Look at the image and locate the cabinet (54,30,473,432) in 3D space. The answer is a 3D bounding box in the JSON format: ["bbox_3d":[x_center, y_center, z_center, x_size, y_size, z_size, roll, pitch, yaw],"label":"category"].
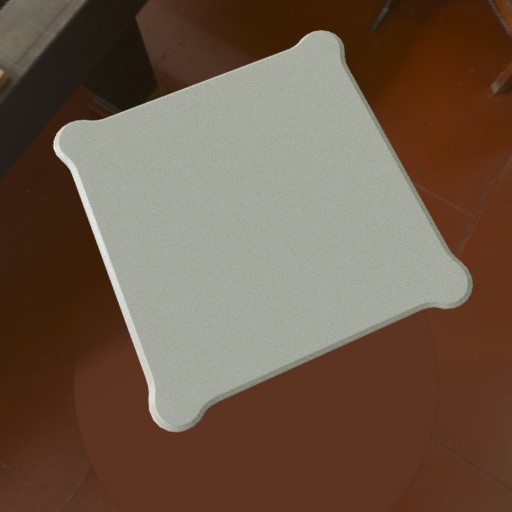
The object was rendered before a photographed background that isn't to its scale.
[{"bbox_3d":[0.000,0.000,1.198,0.628,0.761,0.627,-23,77,-5],"label":"cabinet"}]
